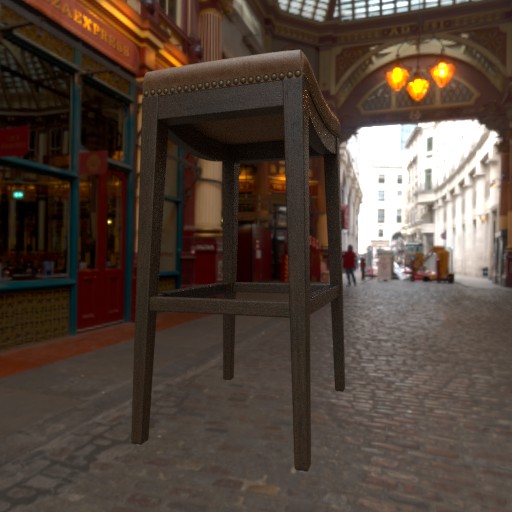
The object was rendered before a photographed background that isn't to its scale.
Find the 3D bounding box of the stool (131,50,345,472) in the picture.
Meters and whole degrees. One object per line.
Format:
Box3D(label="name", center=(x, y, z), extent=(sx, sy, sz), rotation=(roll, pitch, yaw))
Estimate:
Box3D(label="stool", center=(0.000, 0.000, 1.065), extent=(0.361, 0.759, 0.500), rotation=(0, 0, 19))
